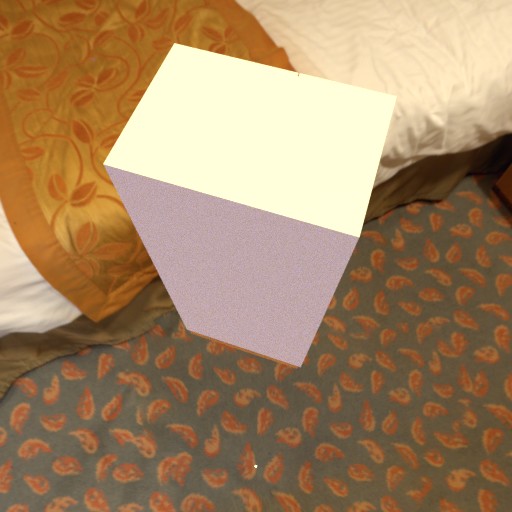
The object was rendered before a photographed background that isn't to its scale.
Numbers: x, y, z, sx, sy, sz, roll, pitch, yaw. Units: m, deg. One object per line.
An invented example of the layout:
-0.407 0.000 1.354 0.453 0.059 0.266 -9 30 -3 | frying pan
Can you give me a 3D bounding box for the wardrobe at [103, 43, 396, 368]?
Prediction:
0.000 0.000 2.444 0.860 2.040 0.600 17 66 8 | wardrobe
